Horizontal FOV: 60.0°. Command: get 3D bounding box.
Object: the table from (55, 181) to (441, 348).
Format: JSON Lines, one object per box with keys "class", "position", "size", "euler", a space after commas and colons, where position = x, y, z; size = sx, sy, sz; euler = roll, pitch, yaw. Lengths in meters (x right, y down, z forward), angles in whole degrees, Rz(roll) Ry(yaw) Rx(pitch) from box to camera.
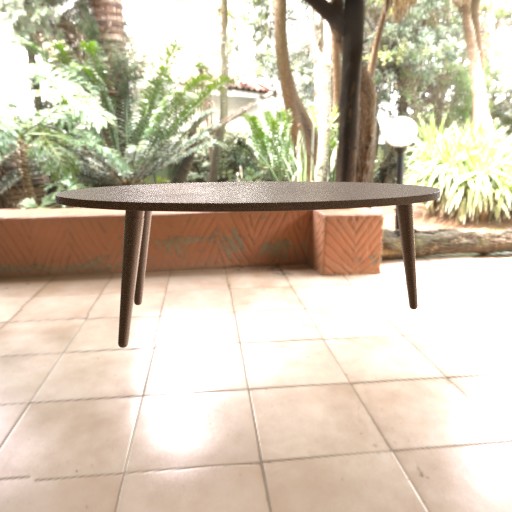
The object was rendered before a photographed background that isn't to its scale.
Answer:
{"class": "table", "position": [0.000, 0.000, 1.316], "size": [1.083, 0.390, 0.542], "euler": [-2, 15, -7]}
